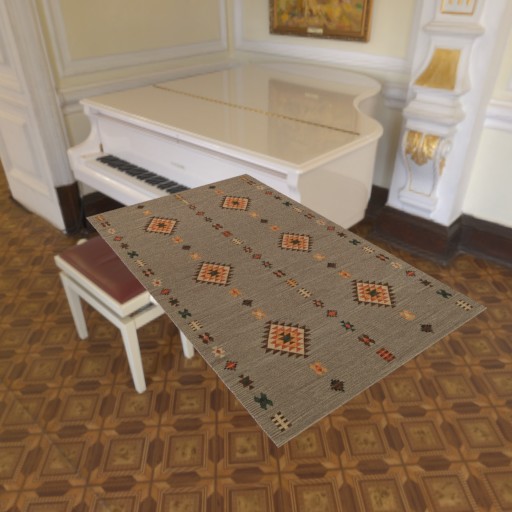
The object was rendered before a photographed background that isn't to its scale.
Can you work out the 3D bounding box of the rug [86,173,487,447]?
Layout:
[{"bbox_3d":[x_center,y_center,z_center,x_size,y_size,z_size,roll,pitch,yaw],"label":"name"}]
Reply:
[{"bbox_3d":[0.000,0.000,2.994,1.515,0.007,2.427,-21,39,-29],"label":"rug"}]
